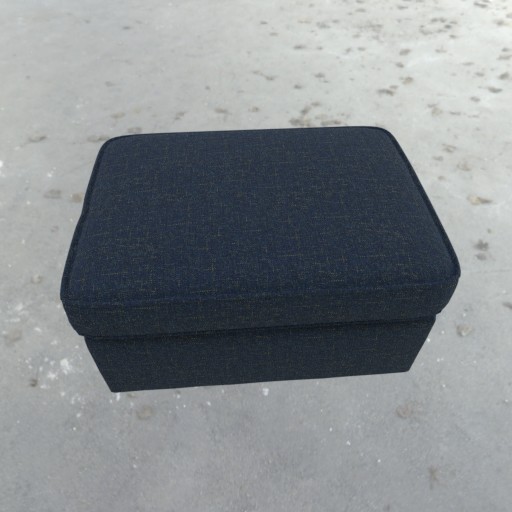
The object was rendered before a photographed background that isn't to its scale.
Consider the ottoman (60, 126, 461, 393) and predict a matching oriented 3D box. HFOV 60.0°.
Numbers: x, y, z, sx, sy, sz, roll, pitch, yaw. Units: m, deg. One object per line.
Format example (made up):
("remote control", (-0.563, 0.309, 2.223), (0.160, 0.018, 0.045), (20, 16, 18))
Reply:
("ottoman", (0.000, 0.000, 1.088), (0.749, 0.450, 0.549), (-3, 47, -3))
